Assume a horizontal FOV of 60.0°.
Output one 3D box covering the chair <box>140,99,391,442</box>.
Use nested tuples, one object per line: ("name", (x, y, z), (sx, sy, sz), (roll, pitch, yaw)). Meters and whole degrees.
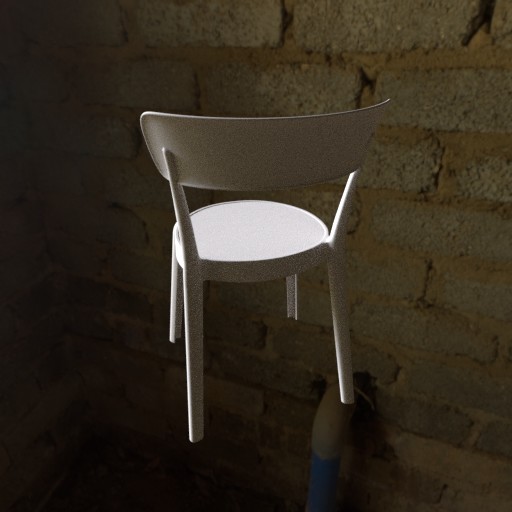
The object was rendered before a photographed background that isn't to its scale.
("chair", (0.000, 0.000, 1.137), (0.506, 0.790, 0.491), (-8, 29, -15))
